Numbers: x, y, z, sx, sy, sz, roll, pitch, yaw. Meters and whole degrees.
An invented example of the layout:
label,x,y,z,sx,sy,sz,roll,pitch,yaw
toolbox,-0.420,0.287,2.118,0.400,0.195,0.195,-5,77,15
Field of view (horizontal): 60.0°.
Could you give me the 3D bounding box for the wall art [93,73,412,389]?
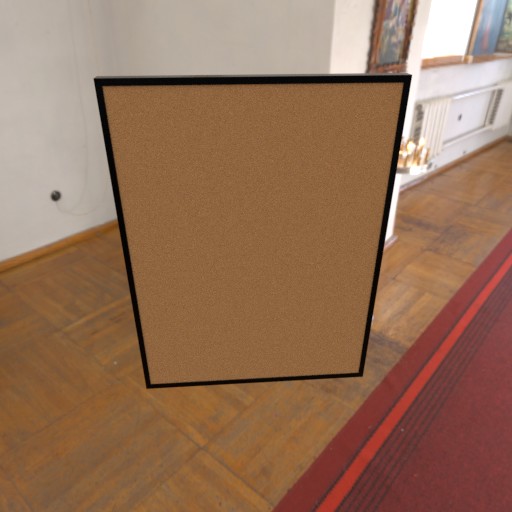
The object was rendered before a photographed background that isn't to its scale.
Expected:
label,x,y,z,sx,sy,sz,roll,pitch,yaw
wall art,0.000,0.000,1.395,0.805,1.062,0.040,-2,30,-4
